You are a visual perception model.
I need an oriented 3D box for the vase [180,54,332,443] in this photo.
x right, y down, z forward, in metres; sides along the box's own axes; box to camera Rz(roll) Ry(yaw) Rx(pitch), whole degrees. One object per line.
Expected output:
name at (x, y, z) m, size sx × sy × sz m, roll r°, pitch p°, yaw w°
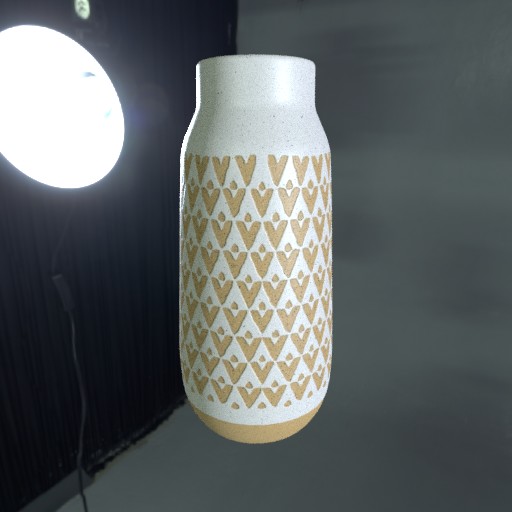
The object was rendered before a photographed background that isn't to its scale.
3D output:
vase at (0.000, 0.000, 0.382) m, size 0.137 × 0.307 × 0.137 m, roll 0°, pitch 16°, yaw 0°
